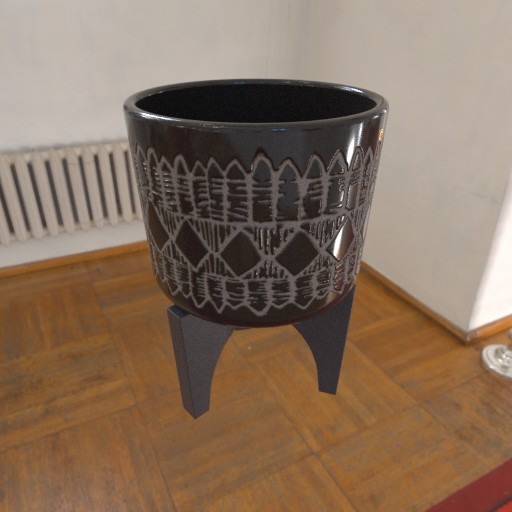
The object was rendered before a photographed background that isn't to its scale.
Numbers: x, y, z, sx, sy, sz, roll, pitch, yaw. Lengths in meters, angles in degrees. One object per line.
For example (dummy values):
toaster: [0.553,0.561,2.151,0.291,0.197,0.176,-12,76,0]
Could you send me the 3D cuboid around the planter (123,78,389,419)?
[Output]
planter: [0.000,0.000,0.515,0.251,0.355,0.251,9,30,15]
